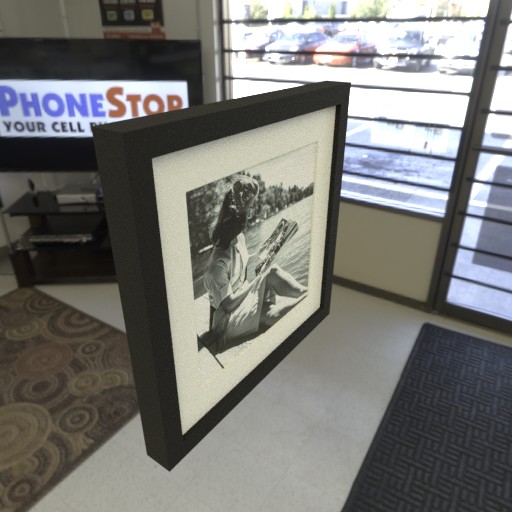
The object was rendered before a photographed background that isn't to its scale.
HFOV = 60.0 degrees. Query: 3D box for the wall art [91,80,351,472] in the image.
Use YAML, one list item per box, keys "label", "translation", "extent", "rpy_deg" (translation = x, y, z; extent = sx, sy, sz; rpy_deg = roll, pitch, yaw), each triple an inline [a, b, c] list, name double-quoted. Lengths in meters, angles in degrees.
- label: "wall art"
  translation: [0.000, 0.000, 0.451]
  extent: [0.030, 0.305, 0.308]
  rpy_deg: [19, 33, 32]
